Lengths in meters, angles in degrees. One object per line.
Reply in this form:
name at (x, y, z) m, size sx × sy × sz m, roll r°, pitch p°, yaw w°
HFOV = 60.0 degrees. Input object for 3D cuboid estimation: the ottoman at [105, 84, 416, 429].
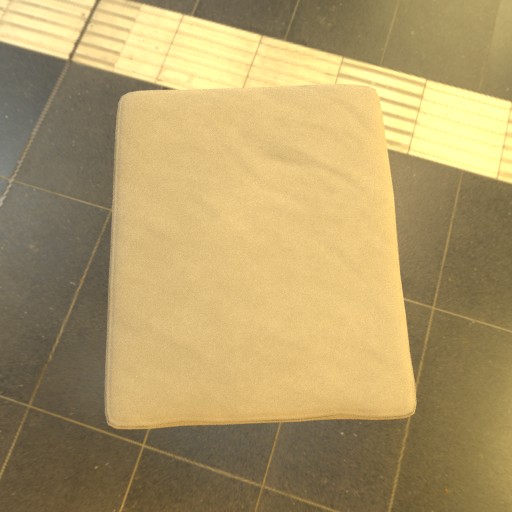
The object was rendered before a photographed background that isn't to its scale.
ottoman at (0.000, 0.000, 1.450) m, size 0.836 × 0.492 × 1.002 m, roll -2°, pitch 76°, yaw -1°
